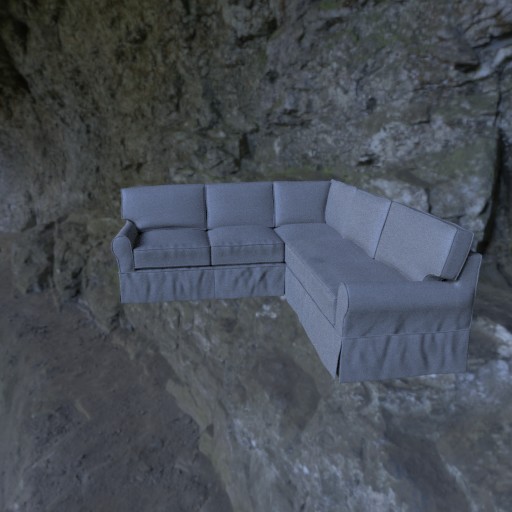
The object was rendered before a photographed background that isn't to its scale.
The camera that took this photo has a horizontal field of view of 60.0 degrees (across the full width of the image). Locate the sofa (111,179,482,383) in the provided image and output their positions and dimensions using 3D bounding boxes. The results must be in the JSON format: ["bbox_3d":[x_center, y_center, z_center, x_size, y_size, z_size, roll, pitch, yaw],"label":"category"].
[{"bbox_3d":[0.000,0.000,3.979,2.618,1.081,2.623,-3,16,-9],"label":"sofa"}]
